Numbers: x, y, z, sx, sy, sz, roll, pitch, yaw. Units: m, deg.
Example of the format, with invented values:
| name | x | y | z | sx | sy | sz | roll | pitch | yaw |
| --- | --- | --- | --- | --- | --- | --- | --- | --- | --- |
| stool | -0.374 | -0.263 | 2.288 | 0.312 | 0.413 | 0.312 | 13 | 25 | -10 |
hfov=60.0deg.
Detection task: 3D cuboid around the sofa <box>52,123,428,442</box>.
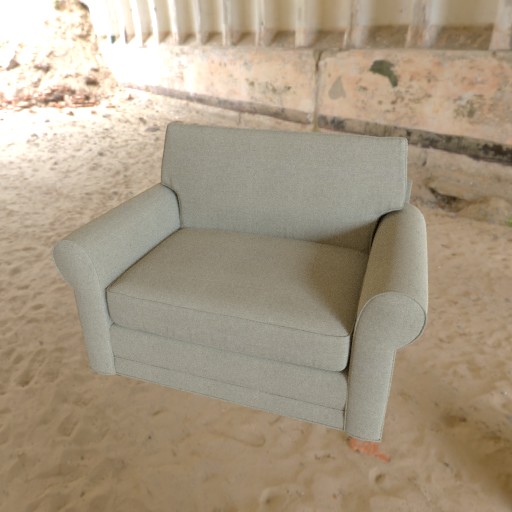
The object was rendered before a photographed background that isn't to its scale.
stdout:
| name | x | y | z | sx | sy | sz | roll | pitch | yaw |
| --- | --- | --- | --- | --- | --- | --- | --- | --- | --- |
| sofa | 0.000 | 0.000 | 1.968 | 1.405 | 0.991 | 0.936 | 8 | 28 | 16 |
